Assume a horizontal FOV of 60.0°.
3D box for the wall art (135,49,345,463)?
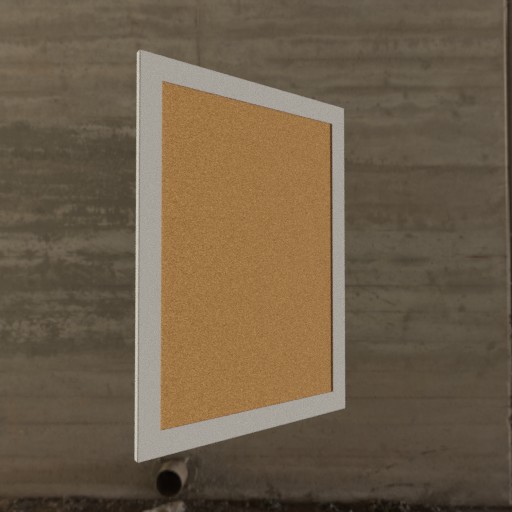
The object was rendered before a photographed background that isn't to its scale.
[{"bbox_3d":[0.000,0.000,0.678,0.374,0.529,0.012,1,-1,-35],"label":"wall art"}]
